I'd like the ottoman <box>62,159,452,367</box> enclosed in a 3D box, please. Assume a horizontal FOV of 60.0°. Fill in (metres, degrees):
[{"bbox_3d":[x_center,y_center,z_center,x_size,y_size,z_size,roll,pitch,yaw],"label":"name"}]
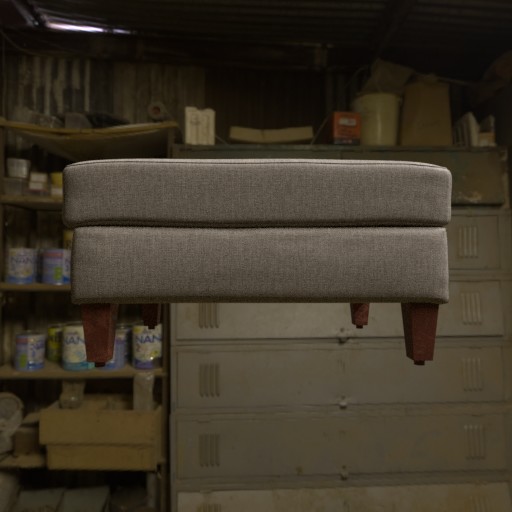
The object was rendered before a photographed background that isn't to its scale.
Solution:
[{"bbox_3d":[0.000,0.000,1.260,0.873,0.494,0.639,0,0,-1],"label":"ottoman"}]
